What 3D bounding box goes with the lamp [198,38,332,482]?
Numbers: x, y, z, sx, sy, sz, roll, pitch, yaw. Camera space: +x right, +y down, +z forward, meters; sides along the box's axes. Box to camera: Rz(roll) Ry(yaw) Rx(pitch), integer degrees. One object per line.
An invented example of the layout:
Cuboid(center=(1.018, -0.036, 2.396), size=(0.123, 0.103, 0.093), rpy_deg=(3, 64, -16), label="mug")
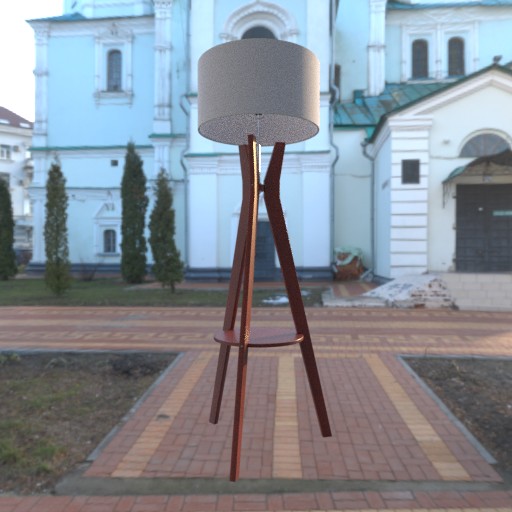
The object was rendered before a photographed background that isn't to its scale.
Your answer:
Cuboid(center=(0.000, 0.000, 1.702), size=(0.539, 1.472, 0.542), rpy_deg=(0, 0, 17), label="lamp")
